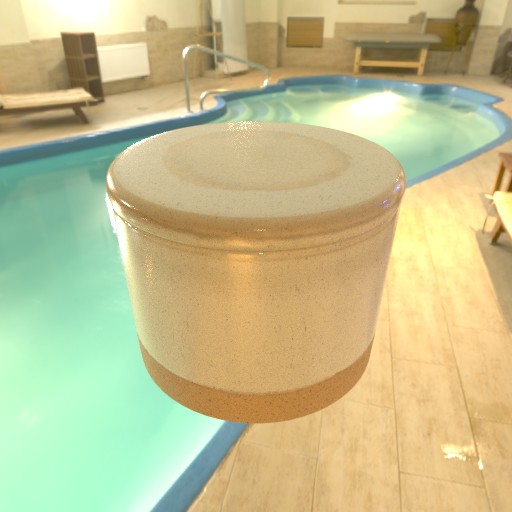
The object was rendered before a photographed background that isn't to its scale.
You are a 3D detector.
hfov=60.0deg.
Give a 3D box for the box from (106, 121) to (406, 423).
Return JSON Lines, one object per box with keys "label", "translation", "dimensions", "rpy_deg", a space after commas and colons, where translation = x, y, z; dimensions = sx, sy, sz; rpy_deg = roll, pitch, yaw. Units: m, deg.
{"label": "box", "translation": [0.000, 0.000, 0.265], "dimensions": [0.154, 0.123, 0.154], "rpy_deg": [0, 31, 0]}
